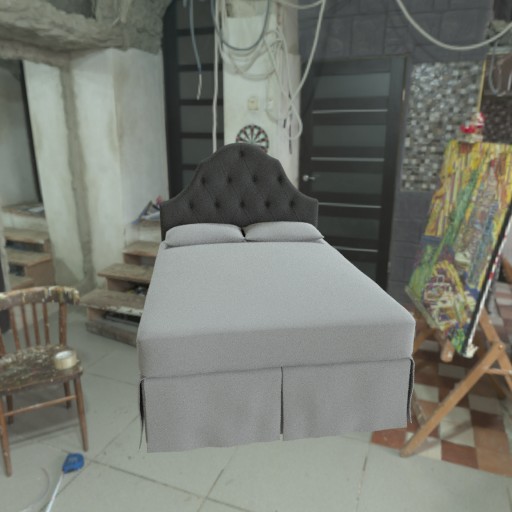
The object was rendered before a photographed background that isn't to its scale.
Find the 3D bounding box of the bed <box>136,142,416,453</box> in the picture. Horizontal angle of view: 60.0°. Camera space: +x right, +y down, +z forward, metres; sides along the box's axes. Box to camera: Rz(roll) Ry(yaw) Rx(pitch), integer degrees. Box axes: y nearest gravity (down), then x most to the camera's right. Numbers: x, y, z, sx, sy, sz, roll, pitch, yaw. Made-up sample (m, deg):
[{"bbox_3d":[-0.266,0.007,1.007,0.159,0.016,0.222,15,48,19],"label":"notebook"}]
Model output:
[{"bbox_3d":[0.000,0.000,3.314,1.636,1.575,2.155,-2,16,-8],"label":"bed"}]
